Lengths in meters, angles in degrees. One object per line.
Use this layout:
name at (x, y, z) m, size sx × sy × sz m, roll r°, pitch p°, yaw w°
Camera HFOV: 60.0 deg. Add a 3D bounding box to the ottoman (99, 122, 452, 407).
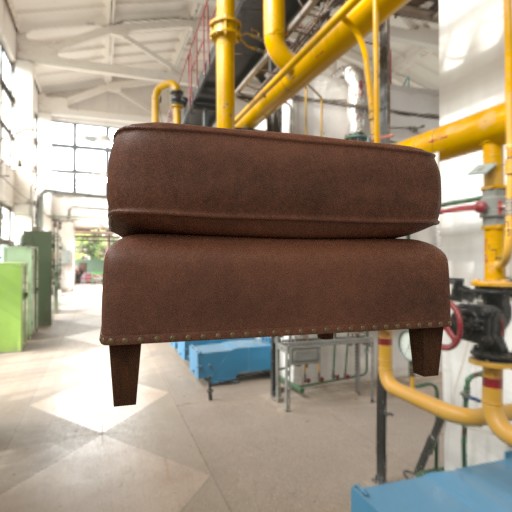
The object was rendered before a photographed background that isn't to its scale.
ottoman at (0.000, 0.000, 1.127) m, size 0.738 × 0.537 × 0.589 m, roll 0°, pitch -1°, yaw -18°
